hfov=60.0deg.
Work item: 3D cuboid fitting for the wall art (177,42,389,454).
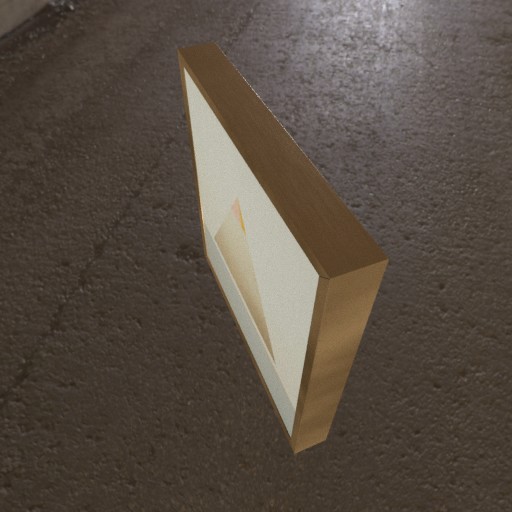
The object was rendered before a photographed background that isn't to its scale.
[{"bbox_3d":[0.000,0.000,0.455,0.038,0.303,0.305,-17,51,-15],"label":"wall art"}]
